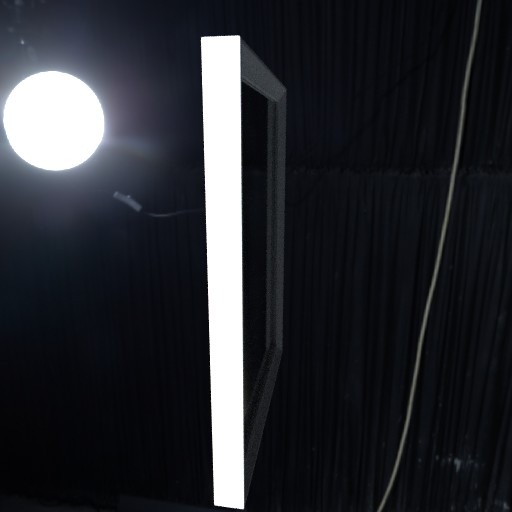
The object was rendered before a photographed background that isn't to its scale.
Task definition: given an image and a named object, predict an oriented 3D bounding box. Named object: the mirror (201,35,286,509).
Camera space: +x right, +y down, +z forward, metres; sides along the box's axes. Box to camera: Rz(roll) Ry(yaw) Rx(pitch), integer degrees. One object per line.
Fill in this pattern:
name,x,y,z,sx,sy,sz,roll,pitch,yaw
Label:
mirror,0.000,0.000,0.653,0.041,0.509,0.406,2,15,9
